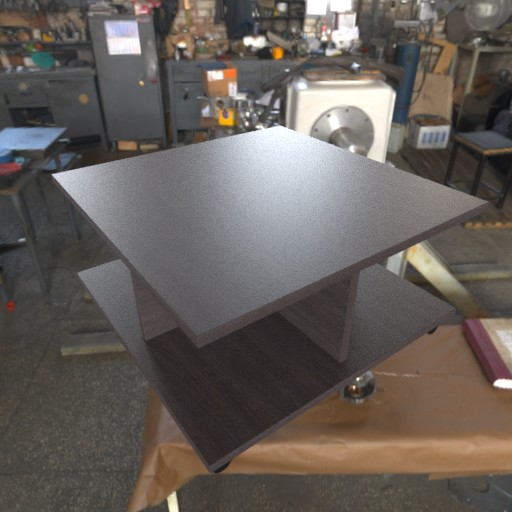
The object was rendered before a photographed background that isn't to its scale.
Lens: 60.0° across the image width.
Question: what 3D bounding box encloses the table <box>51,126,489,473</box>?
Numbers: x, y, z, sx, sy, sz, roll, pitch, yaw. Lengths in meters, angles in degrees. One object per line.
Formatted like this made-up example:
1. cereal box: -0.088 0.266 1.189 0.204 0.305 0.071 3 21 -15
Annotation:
1. table: 0.000 0.000 1.186 0.762 0.396 0.762 -21 38 -30
